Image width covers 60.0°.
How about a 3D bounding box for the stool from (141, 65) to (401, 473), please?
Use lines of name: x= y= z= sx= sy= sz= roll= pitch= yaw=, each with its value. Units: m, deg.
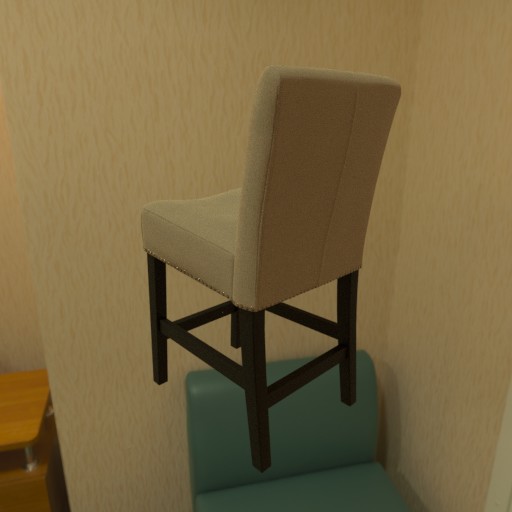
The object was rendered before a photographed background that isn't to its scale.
stool: x=0.000 y=0.000 z=1.183 sx=0.427 sy=0.885 sz=0.571 roll=-17 pitch=24 yaw=-42
